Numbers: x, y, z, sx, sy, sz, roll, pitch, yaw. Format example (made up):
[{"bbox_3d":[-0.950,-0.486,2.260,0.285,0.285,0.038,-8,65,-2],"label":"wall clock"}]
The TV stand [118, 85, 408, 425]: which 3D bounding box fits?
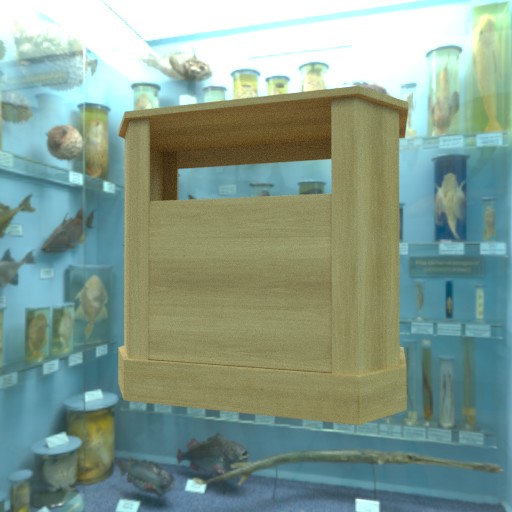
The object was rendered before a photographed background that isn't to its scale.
[{"bbox_3d":[0.000,0.000,1.312,0.851,0.781,0.425,0,-1,17],"label":"TV stand"}]
